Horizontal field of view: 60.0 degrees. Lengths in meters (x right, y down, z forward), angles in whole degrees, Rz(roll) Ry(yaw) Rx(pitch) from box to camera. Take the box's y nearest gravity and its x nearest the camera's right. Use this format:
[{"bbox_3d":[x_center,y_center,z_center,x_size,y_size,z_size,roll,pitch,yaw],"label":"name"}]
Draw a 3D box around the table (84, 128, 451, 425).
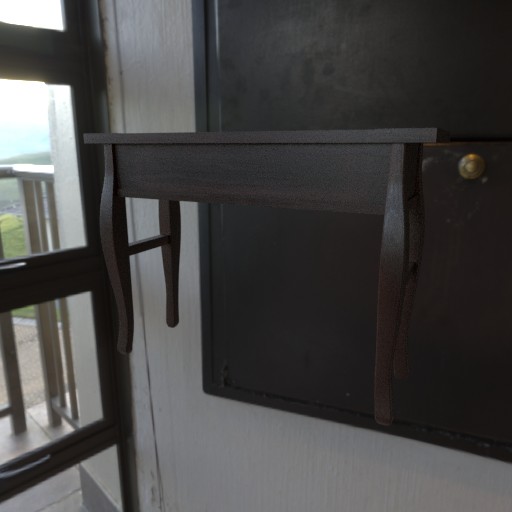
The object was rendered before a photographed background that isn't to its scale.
[{"bbox_3d":[0.000,0.000,1.434,1.062,0.768,0.373,7,16,26],"label":"table"}]
